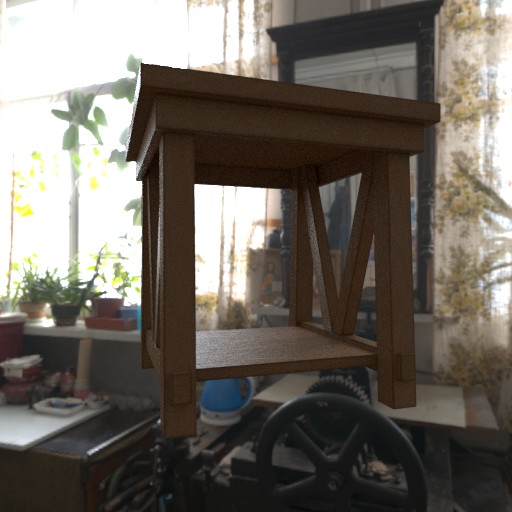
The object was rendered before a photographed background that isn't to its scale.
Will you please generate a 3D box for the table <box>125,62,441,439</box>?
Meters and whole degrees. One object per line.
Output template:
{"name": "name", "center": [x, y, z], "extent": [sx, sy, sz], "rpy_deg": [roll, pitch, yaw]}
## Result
{"name": "table", "center": [0.000, 0.000, 1.119], "extent": [0.610, 0.638, 0.612], "rpy_deg": [0, 0, -19]}
